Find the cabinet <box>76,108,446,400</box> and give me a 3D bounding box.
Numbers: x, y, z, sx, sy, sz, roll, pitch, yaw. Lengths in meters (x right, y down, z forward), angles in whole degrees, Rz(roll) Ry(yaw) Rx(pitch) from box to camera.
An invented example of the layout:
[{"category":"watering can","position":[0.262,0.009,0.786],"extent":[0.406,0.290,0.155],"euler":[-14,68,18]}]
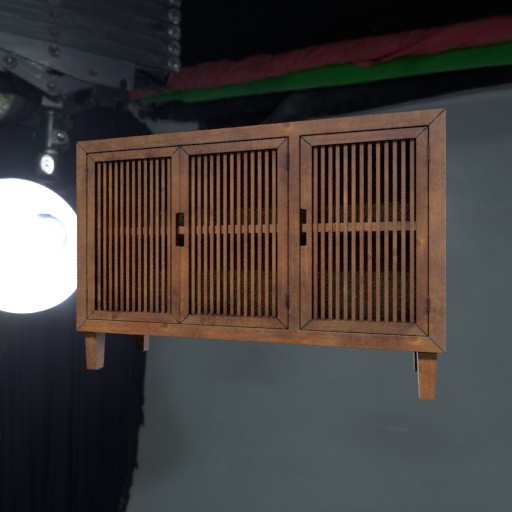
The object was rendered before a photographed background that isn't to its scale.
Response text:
[{"category":"cabinet","position":[0.000,0.000,1.575],"extent":[1.204,0.805,0.403],"euler":[0,0,17]}]
